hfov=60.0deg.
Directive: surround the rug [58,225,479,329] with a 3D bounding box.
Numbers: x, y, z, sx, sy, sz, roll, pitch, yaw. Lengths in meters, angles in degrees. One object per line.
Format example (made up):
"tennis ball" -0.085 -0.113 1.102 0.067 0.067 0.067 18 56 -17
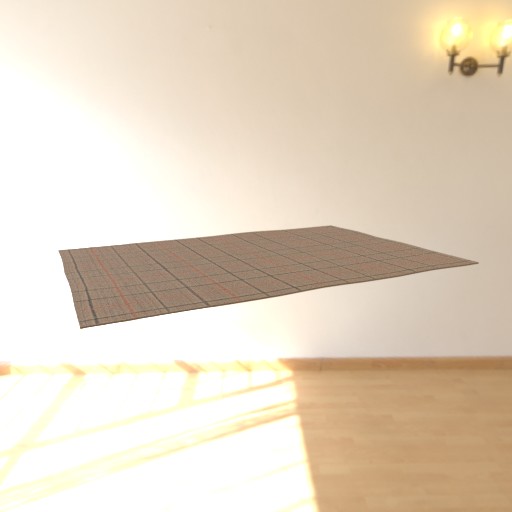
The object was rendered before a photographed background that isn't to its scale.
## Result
"rug" 0.000 0.000 2.302 1.829 0.013 1.220 -7 15 -26
